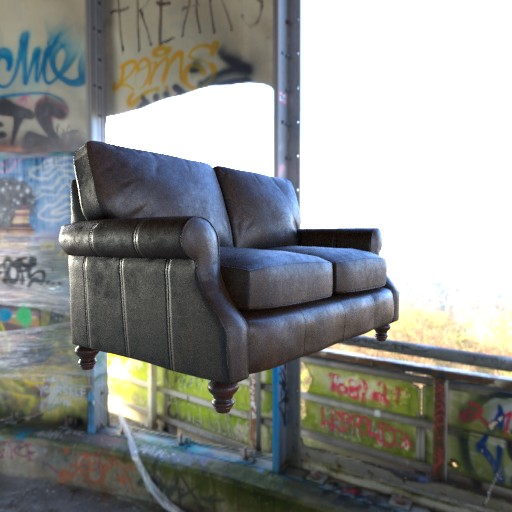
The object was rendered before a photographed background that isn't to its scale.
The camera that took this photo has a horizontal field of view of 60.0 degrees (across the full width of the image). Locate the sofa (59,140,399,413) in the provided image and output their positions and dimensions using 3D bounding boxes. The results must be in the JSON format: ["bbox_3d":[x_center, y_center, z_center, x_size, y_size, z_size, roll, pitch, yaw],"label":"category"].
[{"bbox_3d":[0.000,0.000,2.204,0.990,0.976,1.616,1,2,38],"label":"sofa"}]
